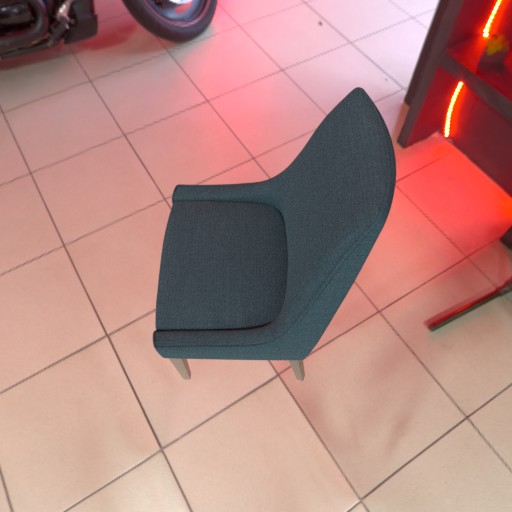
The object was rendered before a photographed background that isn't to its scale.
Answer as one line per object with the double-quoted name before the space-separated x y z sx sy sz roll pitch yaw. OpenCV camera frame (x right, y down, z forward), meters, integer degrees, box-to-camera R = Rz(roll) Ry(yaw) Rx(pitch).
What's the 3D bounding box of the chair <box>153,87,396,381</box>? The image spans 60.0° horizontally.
"chair" 0.000 0.000 1.228 0.544 0.861 0.529 1 60 0
